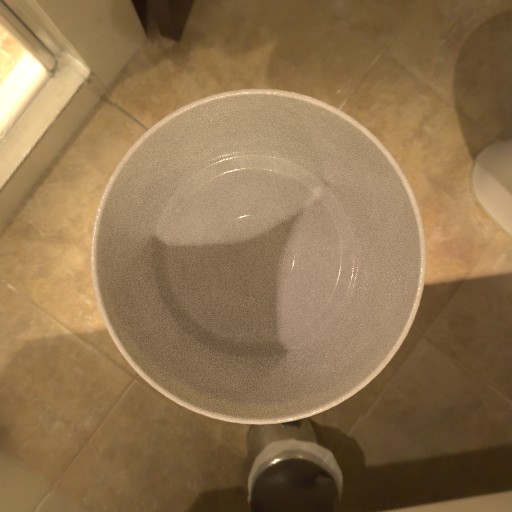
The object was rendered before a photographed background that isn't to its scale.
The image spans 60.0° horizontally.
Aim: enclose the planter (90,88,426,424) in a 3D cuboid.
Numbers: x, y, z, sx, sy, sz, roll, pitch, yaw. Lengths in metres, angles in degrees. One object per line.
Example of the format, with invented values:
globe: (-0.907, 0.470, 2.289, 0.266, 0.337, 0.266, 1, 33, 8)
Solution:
planter: (0.000, 0.000, 0.447, 0.250, 0.239, 0.250, 0, 90, -1)
